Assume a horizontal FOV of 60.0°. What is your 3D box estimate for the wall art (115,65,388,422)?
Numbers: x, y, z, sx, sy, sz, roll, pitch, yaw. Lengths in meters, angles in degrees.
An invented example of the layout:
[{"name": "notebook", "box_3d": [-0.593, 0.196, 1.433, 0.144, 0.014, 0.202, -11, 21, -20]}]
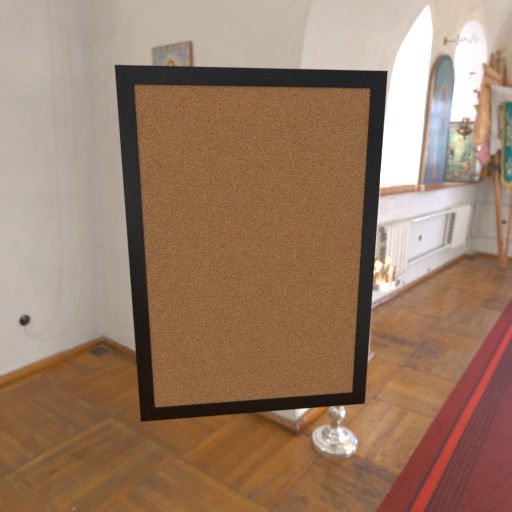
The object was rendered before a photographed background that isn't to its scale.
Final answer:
[{"name": "wall art", "box_3d": [0.000, 0.000, 0.549, 0.304, 0.432, 0.013, -2, 15, -8]}]
